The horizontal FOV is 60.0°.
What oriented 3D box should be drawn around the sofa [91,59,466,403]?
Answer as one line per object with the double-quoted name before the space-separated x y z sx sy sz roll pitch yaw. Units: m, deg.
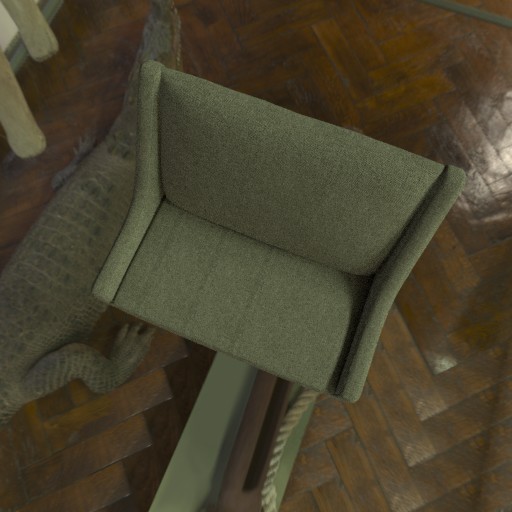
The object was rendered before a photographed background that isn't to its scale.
"sofa" 0.000 0.000 1.932 1.242 1.021 0.870 21 76 6
